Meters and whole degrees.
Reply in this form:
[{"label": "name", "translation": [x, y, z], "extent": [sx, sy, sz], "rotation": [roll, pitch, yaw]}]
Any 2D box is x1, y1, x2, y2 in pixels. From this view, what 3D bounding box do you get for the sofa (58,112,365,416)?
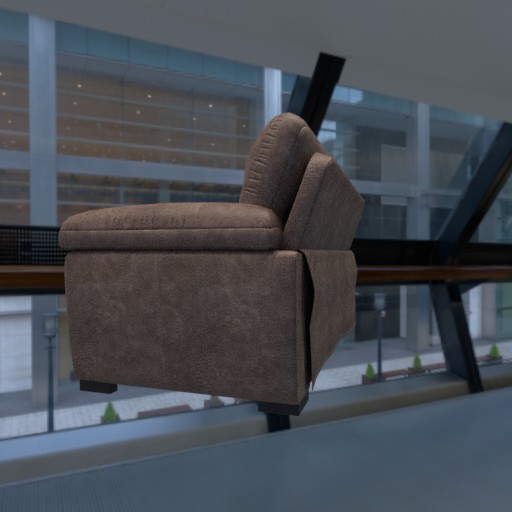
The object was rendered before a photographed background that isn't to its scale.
[{"label": "sofa", "translation": [0.000, 0.000, 2.279], "extent": [0.991, 0.991, 1.753], "rotation": [0, 1, 18]}]
